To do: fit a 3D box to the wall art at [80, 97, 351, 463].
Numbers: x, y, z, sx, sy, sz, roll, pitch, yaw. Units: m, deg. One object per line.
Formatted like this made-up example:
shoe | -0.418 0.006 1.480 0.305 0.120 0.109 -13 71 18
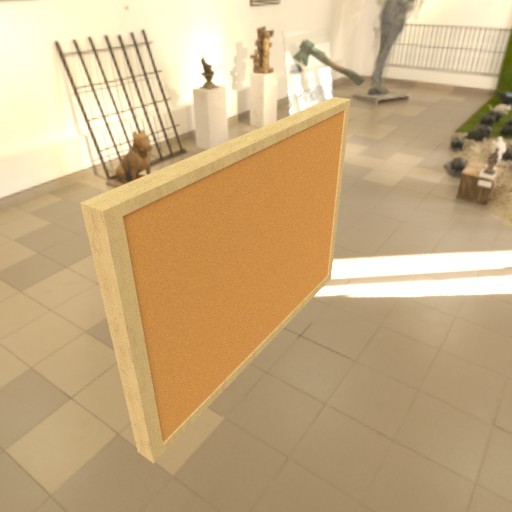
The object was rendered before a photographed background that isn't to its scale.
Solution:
wall art | 0.000 0.000 0.693 0.032 0.380 0.532 20 37 29
